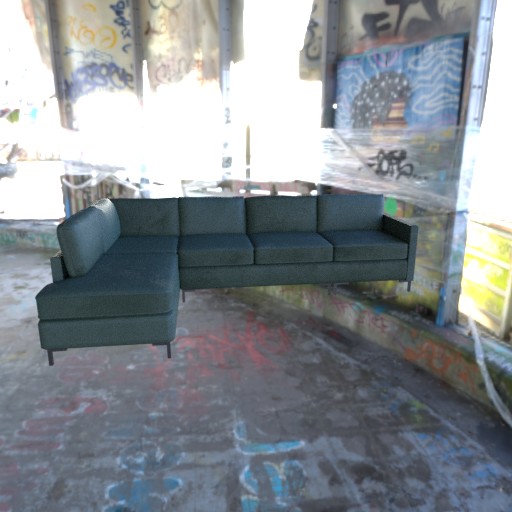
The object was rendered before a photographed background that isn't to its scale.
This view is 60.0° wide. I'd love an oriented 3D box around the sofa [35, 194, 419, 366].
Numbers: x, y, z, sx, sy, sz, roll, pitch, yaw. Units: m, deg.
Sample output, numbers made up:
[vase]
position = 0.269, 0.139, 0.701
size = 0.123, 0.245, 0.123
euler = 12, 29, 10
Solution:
[sofa]
position = 0.000, 0.000, 4.248
size = 3.384, 0.996, 2.048
euler = -2, 15, -7
